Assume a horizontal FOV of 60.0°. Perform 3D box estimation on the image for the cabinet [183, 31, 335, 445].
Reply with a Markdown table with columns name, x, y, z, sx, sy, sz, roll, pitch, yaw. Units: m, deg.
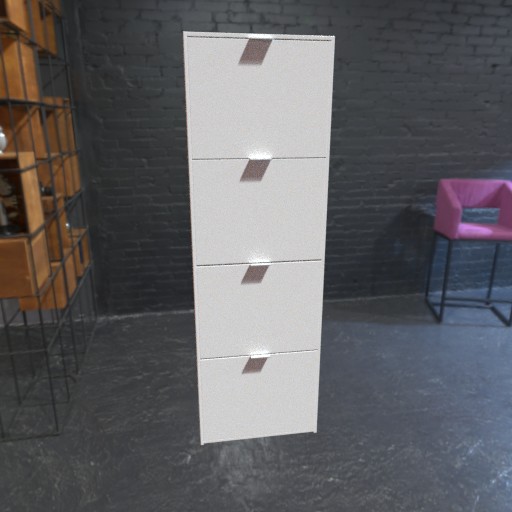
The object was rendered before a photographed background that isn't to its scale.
| name | x | y | z | sx | sy | sz | roll | pitch | yaw |
| --- | --- | --- | --- | --- | --- | --- | --- | --- | --- |
| cabinet | 0.000 | 0.000 | 1.833 | 0.520 | 1.630 | 0.255 | -3 | 17 | -9 |
